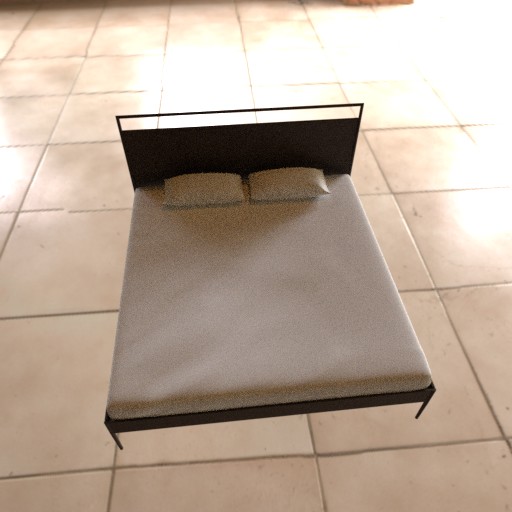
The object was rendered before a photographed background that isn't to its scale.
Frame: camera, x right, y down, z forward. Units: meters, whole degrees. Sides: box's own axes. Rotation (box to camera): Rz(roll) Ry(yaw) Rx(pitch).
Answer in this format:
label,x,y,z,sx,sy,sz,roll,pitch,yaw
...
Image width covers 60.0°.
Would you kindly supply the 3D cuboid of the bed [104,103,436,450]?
label,x,y,z,sx,sy,sz,roll,pitch,yaw
bed,0.000,0.000,3.237,1.993,1.173,2.151,-4,47,-4
